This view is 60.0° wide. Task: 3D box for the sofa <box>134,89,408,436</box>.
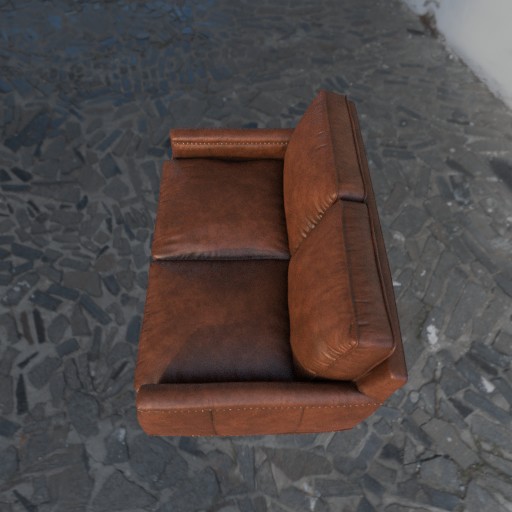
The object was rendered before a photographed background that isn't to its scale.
[{"bbox_3d":[0.000,0.000,2.248,1.083,1.003,1.628,-1,58,0],"label":"sofa"}]
